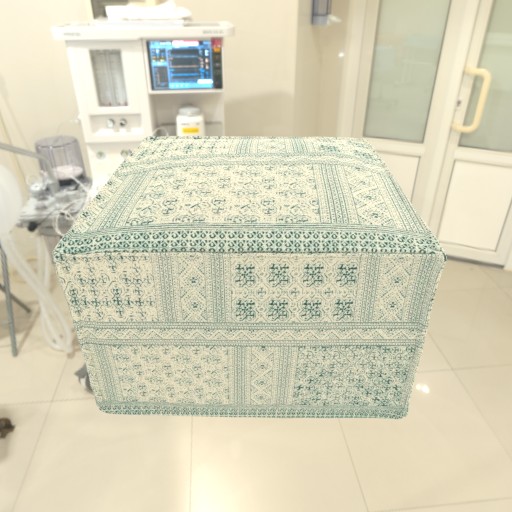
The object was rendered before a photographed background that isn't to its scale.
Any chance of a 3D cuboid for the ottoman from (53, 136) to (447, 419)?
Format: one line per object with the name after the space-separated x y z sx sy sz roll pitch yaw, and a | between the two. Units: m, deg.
0.000 0.000 1.030 0.626 0.439 0.617 1 31 1 | ottoman
